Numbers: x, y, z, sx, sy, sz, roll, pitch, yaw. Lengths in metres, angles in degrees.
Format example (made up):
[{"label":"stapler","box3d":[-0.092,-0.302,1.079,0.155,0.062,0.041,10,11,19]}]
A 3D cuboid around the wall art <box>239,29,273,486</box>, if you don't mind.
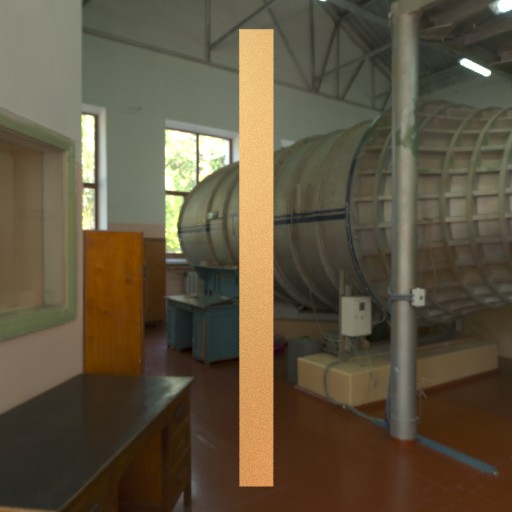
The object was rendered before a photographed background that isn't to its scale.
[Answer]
[{"label":"wall art","box3d":[0.000,0.000,1.887,0.095,1.284,1.284,0,1,0]}]
